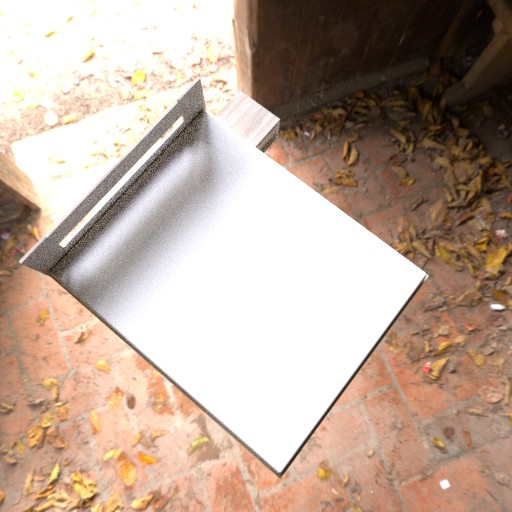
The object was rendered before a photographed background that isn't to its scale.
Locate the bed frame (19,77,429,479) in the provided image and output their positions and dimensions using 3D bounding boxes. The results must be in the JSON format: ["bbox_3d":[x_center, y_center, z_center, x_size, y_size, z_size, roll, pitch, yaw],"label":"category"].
[{"bbox_3d":[0.000,0.000,3.137,2.050,0.860,2.040,38,79,9],"label":"bed frame"}]
